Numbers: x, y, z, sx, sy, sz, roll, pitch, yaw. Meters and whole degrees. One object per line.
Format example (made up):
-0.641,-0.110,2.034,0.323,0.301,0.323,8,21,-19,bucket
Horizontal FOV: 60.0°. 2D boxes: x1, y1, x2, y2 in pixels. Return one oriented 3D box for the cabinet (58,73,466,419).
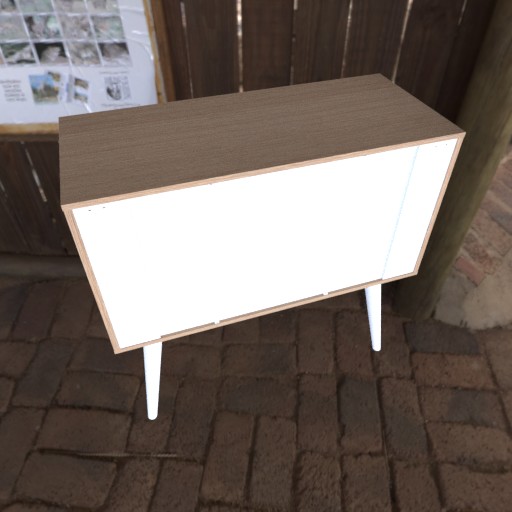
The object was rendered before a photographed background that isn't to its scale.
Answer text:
0.000,0.000,1.596,1.057,1.016,0.470,-13,44,-14,cabinet
